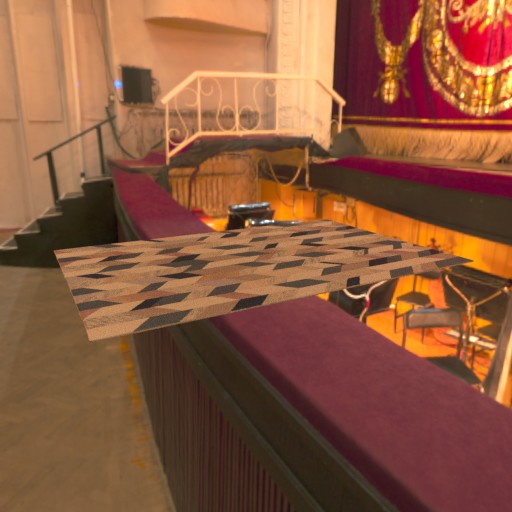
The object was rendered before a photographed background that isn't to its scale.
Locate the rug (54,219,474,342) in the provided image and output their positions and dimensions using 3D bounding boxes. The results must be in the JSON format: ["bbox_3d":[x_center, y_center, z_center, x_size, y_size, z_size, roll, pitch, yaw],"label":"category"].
[{"bbox_3d":[0.000,0.000,2.280,1.813,0.006,1.202,-8,18,-27],"label":"rug"}]
